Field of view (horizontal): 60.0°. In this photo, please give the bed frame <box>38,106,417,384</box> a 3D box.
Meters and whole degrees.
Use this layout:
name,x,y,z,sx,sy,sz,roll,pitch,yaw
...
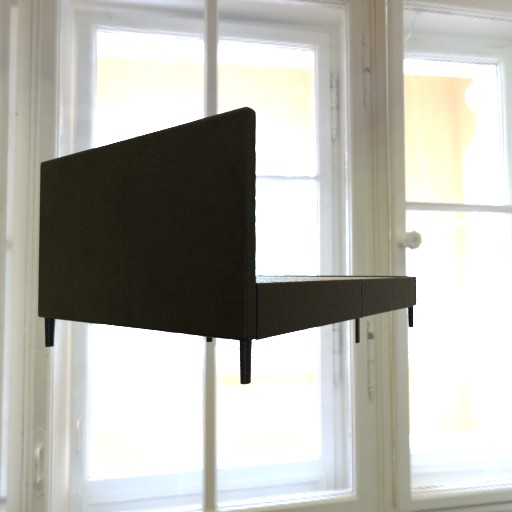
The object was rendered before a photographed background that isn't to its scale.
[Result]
name,x,y,z,sx,sy,sz,roll,pitch,yaw
bed frame,0.000,0.000,2.937,1.469,1.046,2.152,-1,-2,36
